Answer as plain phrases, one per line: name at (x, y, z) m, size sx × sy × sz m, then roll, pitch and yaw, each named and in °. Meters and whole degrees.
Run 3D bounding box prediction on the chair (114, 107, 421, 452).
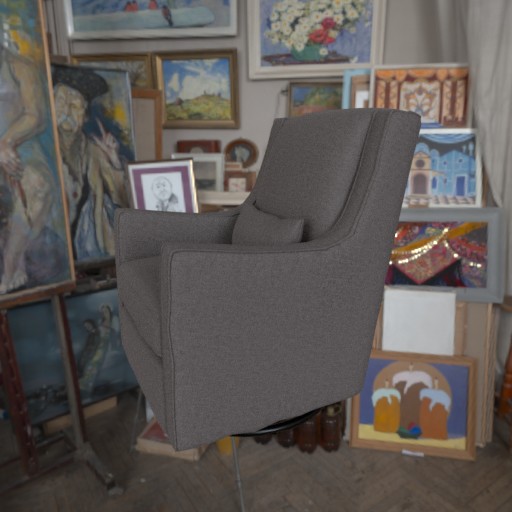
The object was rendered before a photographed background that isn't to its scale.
chair at (0.000, 0.000, 1.548) m, size 0.879 × 0.993 × 0.732 m, roll -8°, pitch 17°, yaw -26°
